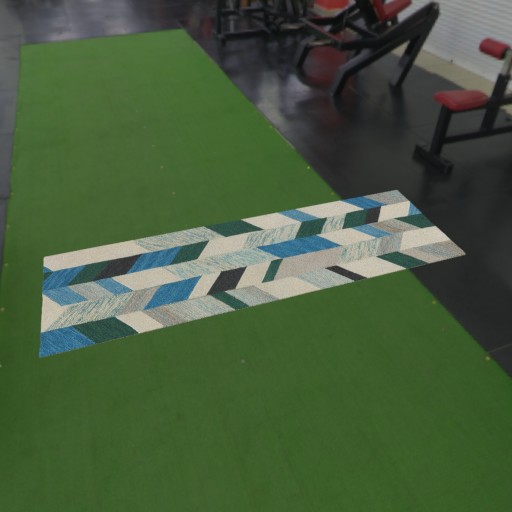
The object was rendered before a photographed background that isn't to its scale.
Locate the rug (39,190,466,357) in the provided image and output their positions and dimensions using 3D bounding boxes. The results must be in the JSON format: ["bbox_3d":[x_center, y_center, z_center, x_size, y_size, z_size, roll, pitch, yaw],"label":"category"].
[{"bbox_3d":[0.000,0.000,2.679,2.437,0.008,0.774,-12,42,-14],"label":"rug"}]
